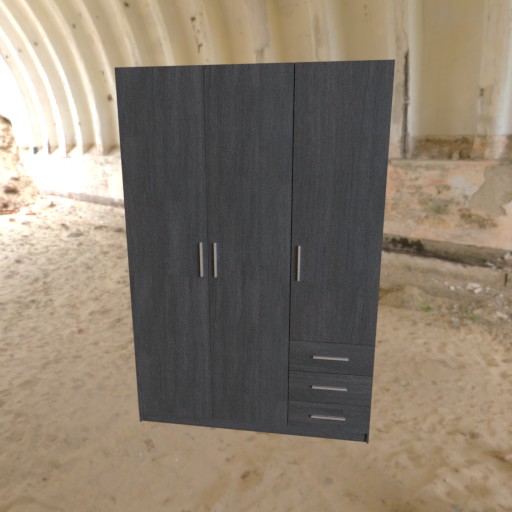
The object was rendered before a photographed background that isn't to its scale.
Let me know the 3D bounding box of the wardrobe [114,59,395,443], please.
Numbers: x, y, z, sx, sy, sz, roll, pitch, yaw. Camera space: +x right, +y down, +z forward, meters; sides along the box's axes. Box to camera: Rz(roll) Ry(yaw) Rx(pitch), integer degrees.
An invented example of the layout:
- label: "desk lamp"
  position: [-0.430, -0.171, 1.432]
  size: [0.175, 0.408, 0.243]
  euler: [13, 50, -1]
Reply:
- label: "wardrobe"
  position: [0.000, 0.000, 2.464]
  size: [1.290, 1.910, 0.510]
  euler: [2, 14, 9]
